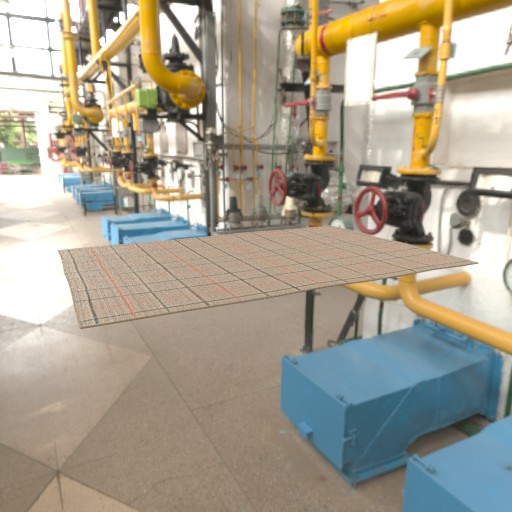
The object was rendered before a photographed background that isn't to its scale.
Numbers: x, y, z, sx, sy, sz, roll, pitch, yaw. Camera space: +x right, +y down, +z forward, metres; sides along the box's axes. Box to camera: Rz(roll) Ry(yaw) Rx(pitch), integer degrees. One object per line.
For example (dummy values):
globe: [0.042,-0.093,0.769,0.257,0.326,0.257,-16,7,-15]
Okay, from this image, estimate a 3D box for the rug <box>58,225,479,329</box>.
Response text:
rug: [0.000,0.000,2.302,1.829,0.013,1.220,-7,15,-26]
